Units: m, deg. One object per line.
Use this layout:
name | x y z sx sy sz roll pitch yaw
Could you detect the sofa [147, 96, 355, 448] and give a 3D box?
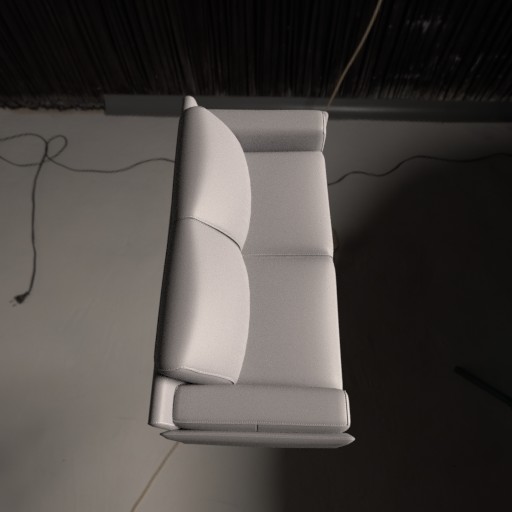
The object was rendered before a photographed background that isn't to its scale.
sofa | 0.000 0.000 2.658 0.969 0.900 2.100 0 64 0
